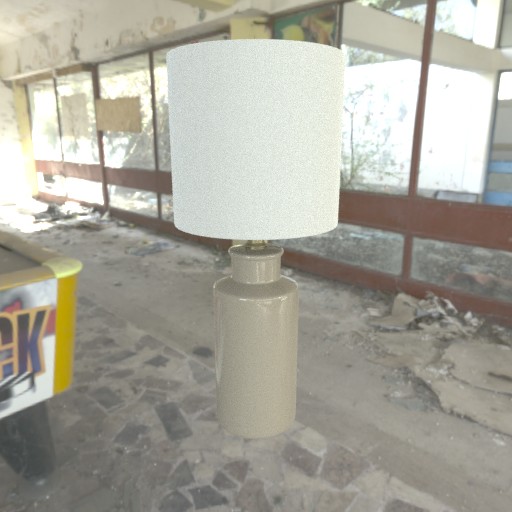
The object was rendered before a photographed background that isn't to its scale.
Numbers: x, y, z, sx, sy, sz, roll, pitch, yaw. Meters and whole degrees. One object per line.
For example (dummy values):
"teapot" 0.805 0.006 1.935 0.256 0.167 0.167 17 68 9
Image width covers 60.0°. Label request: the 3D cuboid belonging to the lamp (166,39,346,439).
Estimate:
"lamp" 0.000 0.000 0.596 0.212 0.493 0.212 -2 15 -9
